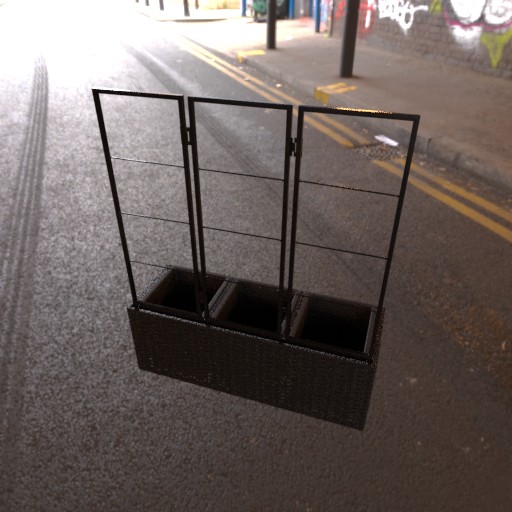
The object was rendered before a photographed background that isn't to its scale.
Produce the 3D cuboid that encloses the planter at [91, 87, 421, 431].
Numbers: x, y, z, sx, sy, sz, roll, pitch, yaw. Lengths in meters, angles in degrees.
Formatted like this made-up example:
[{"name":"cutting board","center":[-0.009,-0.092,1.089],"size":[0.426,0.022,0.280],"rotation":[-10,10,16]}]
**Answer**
[{"name":"planter","center":[0.000,0.000,1.163],"size":[0.698,0.841,0.244],"rotation":[10,34,16]}]
